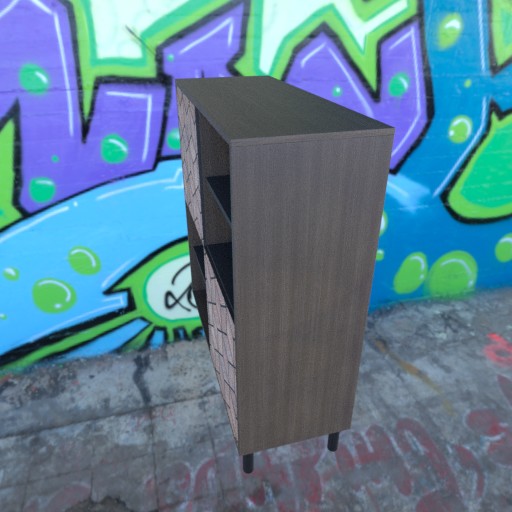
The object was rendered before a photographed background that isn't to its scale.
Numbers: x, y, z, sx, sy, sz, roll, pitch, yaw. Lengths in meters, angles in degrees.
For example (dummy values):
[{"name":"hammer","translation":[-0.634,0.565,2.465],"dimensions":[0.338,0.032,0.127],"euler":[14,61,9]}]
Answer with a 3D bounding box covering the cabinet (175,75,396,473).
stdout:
[{"name":"cabinet","translation":[0.000,0.000,1.708],"dimensions":[0.400,1.170,1.010],"euler":[-8,30,-14]}]
